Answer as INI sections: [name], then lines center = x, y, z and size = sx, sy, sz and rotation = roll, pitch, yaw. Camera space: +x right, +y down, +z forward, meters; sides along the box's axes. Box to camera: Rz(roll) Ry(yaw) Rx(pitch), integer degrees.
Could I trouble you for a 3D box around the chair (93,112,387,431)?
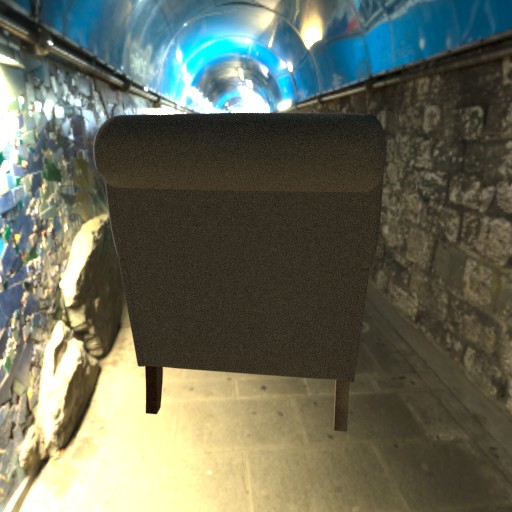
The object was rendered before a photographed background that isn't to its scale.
[chair]
center = 0.000, 0.000, 1.568
size = 0.766, 0.942, 0.843
rotation = 2, 16, 8
